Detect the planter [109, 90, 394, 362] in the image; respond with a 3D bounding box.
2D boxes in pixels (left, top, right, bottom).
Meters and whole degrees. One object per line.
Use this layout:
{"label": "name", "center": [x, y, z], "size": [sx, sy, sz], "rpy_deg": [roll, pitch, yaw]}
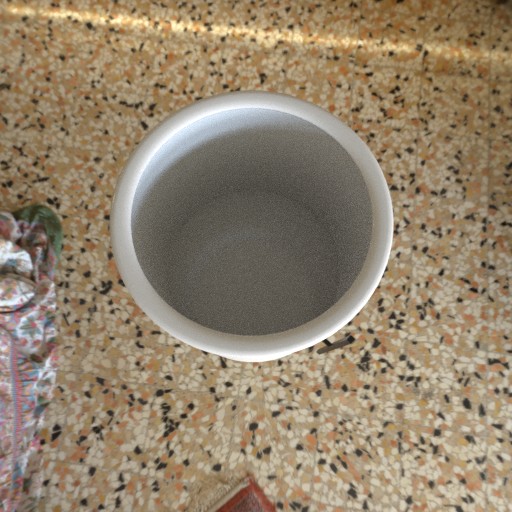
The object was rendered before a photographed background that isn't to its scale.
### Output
{"label": "planter", "center": [0.000, 0.000, 0.645], "size": [0.307, 0.431, 0.308], "rpy_deg": [17, 75, 5]}
